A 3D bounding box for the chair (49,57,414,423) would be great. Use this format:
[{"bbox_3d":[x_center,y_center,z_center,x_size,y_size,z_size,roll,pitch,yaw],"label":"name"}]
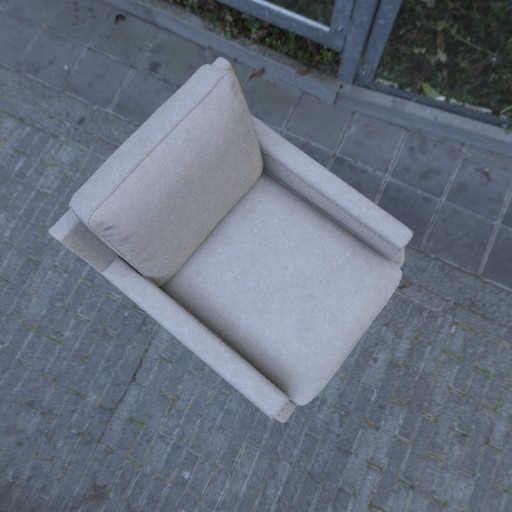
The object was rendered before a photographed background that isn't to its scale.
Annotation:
[{"bbox_3d":[0.000,0.000,1.709,1.014,0.943,0.853,38,78,10],"label":"chair"}]
